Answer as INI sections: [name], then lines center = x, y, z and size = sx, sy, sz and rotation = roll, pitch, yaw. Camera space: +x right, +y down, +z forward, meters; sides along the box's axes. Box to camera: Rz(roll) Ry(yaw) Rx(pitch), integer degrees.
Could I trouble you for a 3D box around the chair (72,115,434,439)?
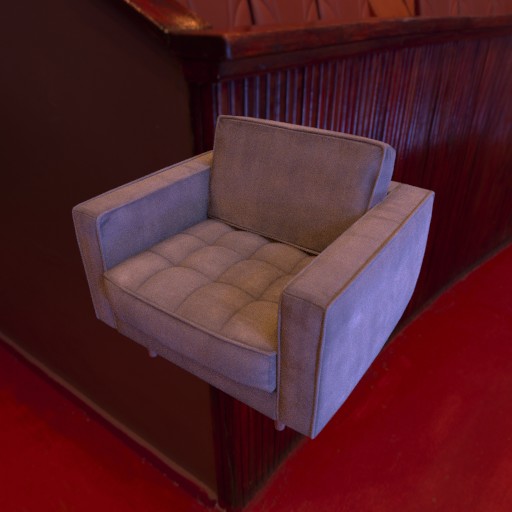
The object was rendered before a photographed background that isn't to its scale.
[chair]
center = 0.000, 0.000, 1.495
size = 0.928, 0.773, 0.843
rotation = 20, 36, 29
